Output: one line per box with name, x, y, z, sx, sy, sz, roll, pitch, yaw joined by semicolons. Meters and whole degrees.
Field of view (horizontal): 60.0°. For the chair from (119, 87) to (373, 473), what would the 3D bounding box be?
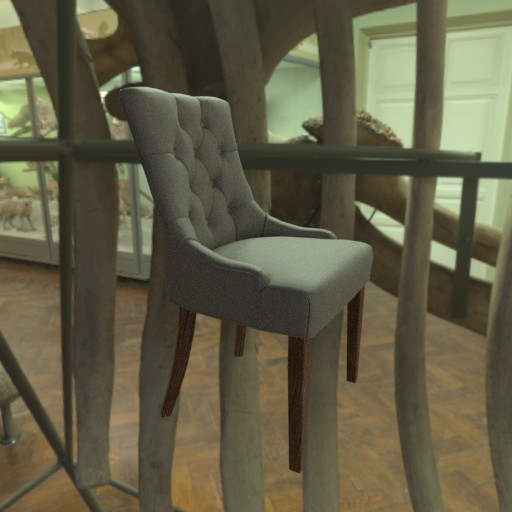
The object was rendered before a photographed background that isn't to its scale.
chair;0.000;0.000;1.227;0.565;0.874;0.509;8;16;27
